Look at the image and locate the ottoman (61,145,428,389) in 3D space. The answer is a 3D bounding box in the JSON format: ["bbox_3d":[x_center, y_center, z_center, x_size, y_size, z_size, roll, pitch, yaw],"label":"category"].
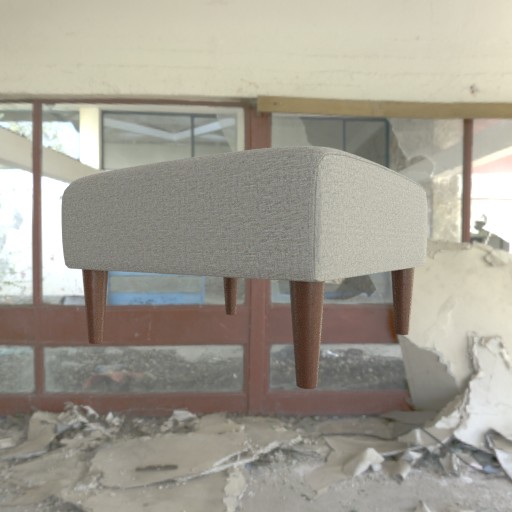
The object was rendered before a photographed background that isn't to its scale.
[{"bbox_3d":[0.000,0.000,1.071,0.655,0.399,0.648,1,2,35],"label":"ottoman"}]
